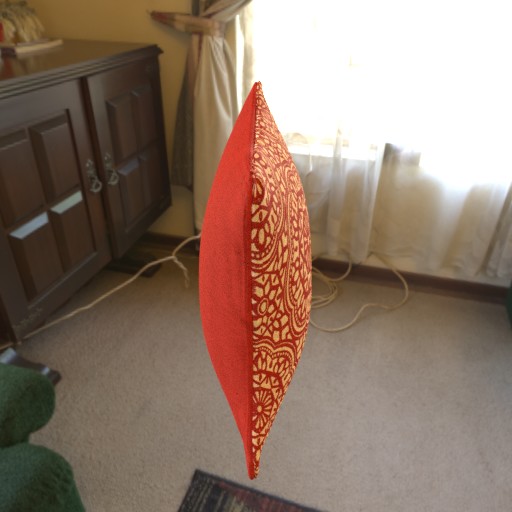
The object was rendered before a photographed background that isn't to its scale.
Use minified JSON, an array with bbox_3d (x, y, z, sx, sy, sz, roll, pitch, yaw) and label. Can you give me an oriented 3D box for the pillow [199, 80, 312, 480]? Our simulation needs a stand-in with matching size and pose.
[{"bbox_3d":[0.000,0.000,0.657,0.162,0.419,0.438,0,31,1],"label":"pillow"}]
